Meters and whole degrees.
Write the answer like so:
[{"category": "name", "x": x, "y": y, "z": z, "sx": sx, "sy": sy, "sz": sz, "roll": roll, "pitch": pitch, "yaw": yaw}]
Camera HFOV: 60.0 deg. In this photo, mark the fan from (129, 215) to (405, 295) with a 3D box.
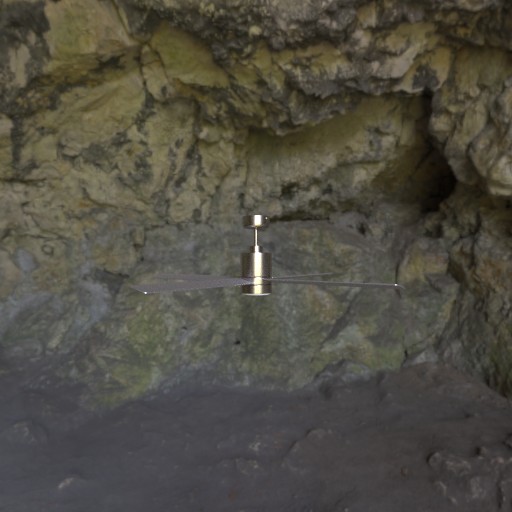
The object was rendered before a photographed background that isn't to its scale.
[{"category": "fan", "x": 0.000, "y": 0.000, "z": 1.998, "sx": 1.322, "sy": 0.355, "sz": 1.322, "roll": 0, "pitch": 0, "yaw": 37}]
